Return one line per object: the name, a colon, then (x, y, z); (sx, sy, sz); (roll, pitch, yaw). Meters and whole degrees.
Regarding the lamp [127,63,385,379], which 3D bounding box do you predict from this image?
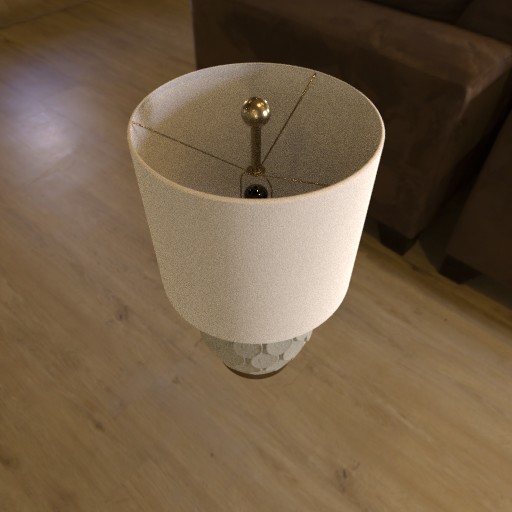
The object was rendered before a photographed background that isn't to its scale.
lamp: (0.000, 0.000, 0.595); (0.254, 0.452, 0.254); (0, 48, 0)
